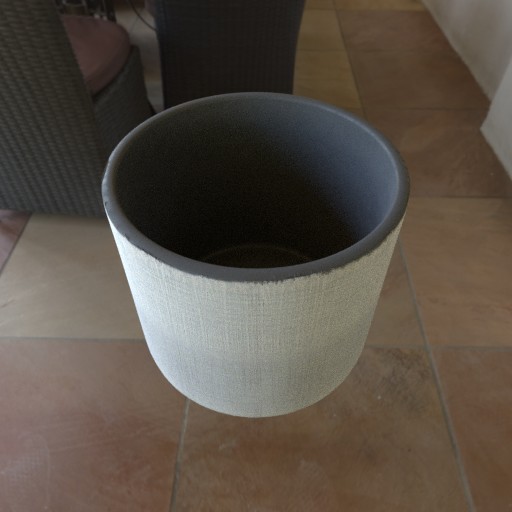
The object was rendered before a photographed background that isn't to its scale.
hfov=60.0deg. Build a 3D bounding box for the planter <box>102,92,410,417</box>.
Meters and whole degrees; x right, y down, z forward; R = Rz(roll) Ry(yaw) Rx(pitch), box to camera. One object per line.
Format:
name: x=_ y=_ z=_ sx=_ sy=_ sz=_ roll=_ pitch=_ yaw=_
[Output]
planter: x=0.000 y=0.000 z=0.398 sx=0.226 sy=0.201 sz=0.226 roll=0 pitch=47 yaw=0
